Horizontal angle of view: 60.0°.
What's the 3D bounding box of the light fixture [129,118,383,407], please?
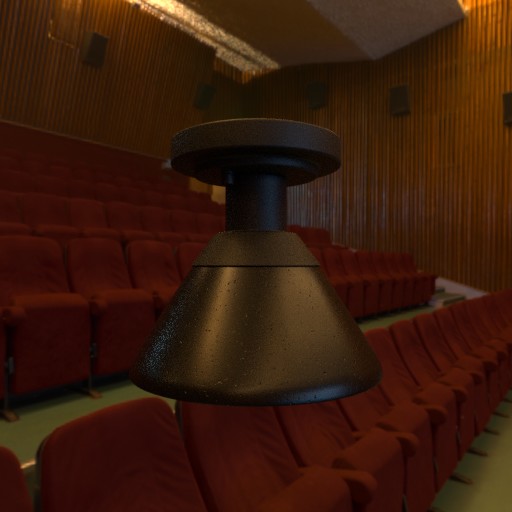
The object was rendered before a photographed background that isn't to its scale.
[{"bbox_3d":[0.000,0.000,0.365,0.200,0.183,0.200,0,-1,0],"label":"light fixture"}]
